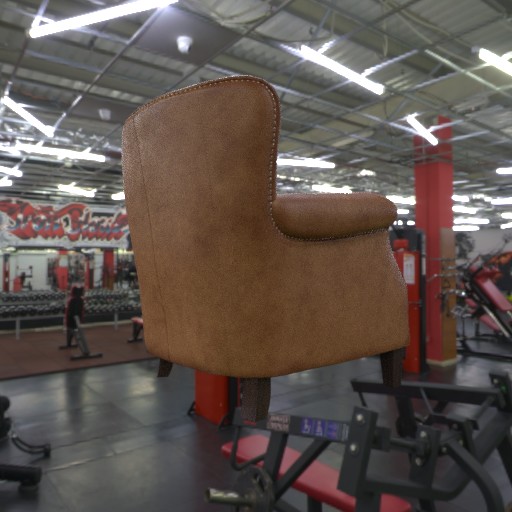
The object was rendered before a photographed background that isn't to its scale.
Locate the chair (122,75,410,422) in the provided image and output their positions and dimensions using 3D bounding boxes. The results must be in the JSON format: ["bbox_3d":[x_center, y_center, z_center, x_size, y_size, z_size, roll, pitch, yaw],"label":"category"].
[{"bbox_3d":[0.000,0.000,1.617,0.921,0.936,0.861,1,-2,-35],"label":"chair"}]
